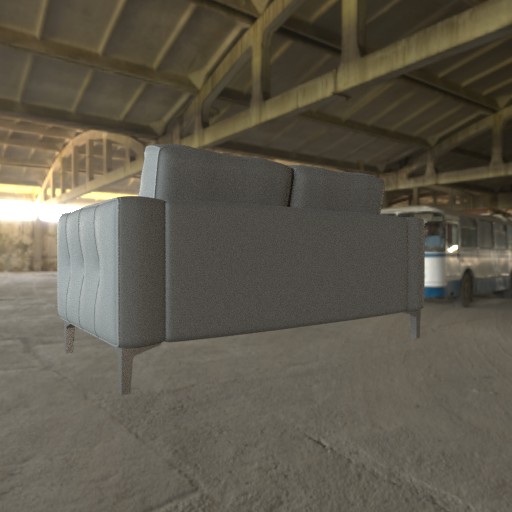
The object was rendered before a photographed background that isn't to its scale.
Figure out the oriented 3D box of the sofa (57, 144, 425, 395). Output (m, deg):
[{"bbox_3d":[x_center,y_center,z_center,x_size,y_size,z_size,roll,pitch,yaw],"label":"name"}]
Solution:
[{"bbox_3d":[0.000,0.000,2.232,1.726,0.893,0.833,0,1,-36],"label":"sofa"}]
